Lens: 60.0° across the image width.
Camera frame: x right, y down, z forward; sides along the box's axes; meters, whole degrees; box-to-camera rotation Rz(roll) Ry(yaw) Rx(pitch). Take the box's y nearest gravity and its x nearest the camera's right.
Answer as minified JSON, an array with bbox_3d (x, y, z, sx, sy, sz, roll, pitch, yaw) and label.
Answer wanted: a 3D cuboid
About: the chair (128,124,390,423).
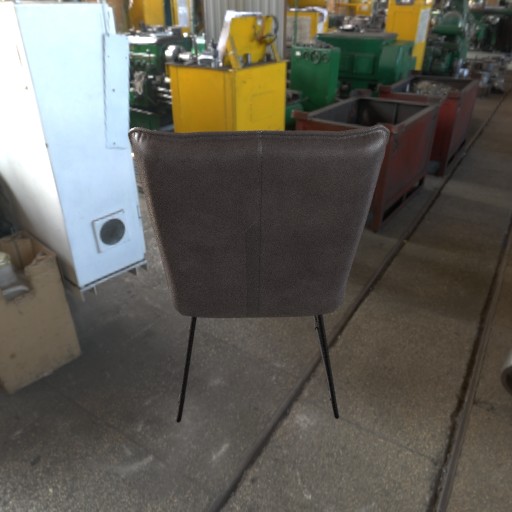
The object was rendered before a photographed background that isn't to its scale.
[{"bbox_3d":[0.000,0.000,1.336,0.515,0.932,0.688,-1,31,-1],"label":"chair"}]
